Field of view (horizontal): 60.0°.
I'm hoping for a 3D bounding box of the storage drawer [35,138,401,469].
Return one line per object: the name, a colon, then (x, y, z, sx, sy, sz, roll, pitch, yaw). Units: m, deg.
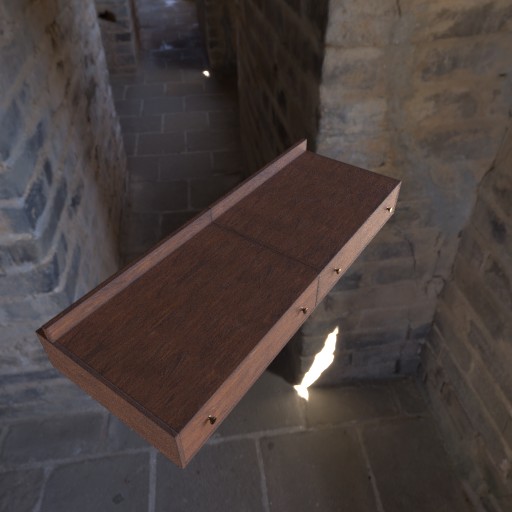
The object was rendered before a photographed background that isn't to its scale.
storage drawer: (0.000, 0.000, 2.224, 0.774, 0.339, 1.914, 25, 47, 26)
